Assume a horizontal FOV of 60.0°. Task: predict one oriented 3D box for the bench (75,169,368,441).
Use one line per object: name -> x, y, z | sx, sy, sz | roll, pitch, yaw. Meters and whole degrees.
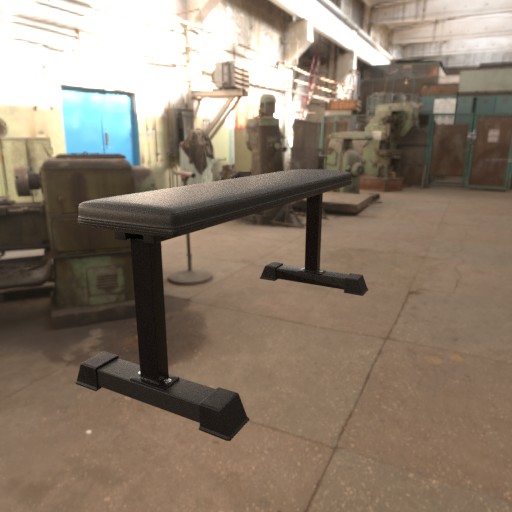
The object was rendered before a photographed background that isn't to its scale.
bench -> 0.000, 0.000, 1.333 | 0.439, 0.453, 1.072 | 8, 17, 28
